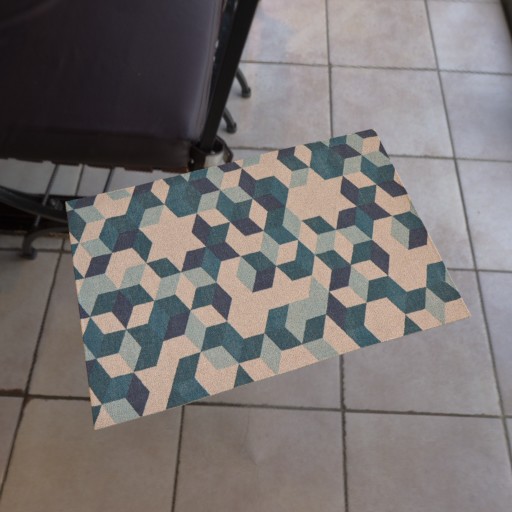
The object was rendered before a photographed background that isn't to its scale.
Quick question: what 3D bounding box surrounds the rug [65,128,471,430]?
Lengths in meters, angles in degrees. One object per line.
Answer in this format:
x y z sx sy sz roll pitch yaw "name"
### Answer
0.000 0.000 2.299 1.829 0.014 1.235 -15 66 -7 "rug"
